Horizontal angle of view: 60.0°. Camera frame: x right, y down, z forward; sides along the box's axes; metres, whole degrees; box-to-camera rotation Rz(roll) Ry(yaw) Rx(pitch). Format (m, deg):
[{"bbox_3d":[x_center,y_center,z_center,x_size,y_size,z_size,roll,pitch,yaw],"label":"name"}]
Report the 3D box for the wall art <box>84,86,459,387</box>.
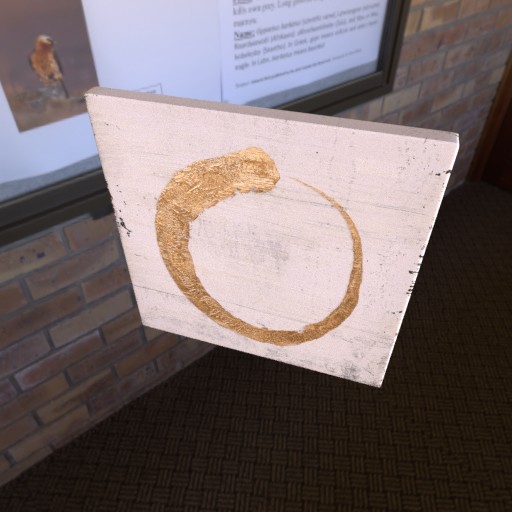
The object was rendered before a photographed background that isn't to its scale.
[{"bbox_3d":[0.000,0.000,0.902,0.610,0.611,0.040,12,42,13],"label":"wall art"}]
